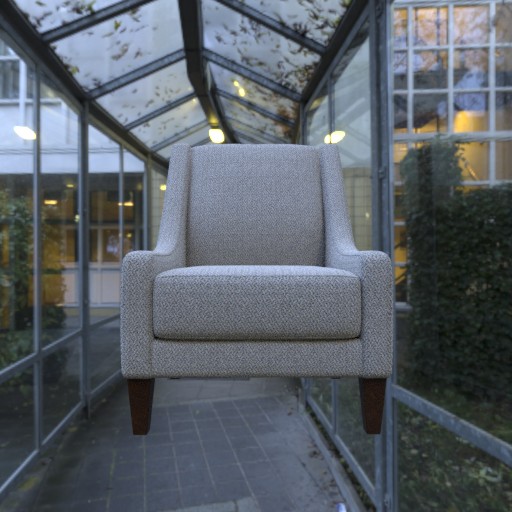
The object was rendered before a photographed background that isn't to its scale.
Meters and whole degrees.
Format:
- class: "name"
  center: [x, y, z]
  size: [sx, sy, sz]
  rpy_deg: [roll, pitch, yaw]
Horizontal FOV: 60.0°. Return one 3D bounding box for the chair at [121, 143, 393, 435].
- class: "chair"
  center: [0.000, 0.000, 1.631]
  size: [0.774, 1.014, 0.870]
  rpy_deg: [0, 0, 0]
